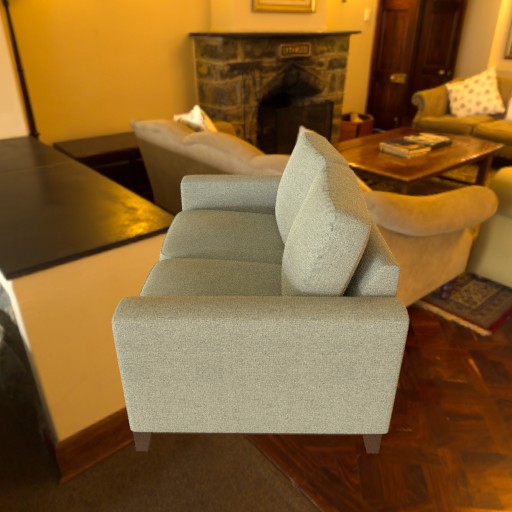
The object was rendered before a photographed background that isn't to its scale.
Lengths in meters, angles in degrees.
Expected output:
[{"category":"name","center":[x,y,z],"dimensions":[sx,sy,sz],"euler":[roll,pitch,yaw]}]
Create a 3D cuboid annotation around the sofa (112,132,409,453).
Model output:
[{"category":"sofa","center":[0.000,0.000,1.994],"dimensions":[0.917,0.873,1.420],"euler":[0,27,1]}]
